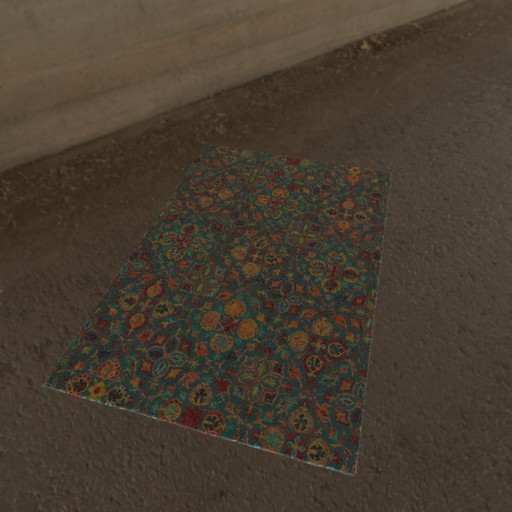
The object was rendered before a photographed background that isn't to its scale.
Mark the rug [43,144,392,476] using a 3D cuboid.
[{"bbox_3d":[0.000,0.000,2.793,1.527,0.016,2.290,11,47,11],"label":"rug"}]
